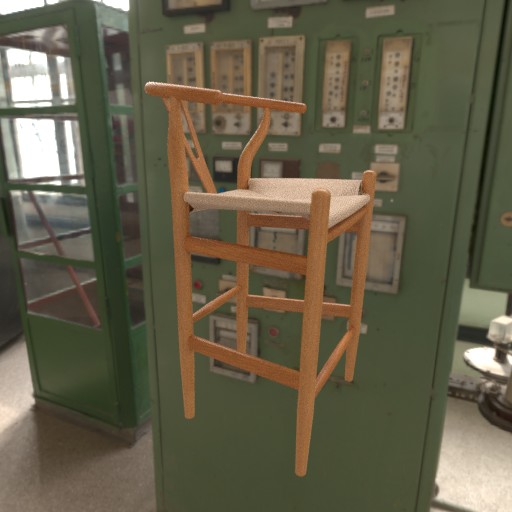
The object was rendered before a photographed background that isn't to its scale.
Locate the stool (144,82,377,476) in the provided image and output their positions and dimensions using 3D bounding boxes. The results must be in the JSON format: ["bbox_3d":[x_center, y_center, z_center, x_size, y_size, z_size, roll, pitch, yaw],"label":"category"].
[{"bbox_3d":[0.000,0.000,1.320,0.579,0.970,0.569,7,17,25],"label":"stool"}]
